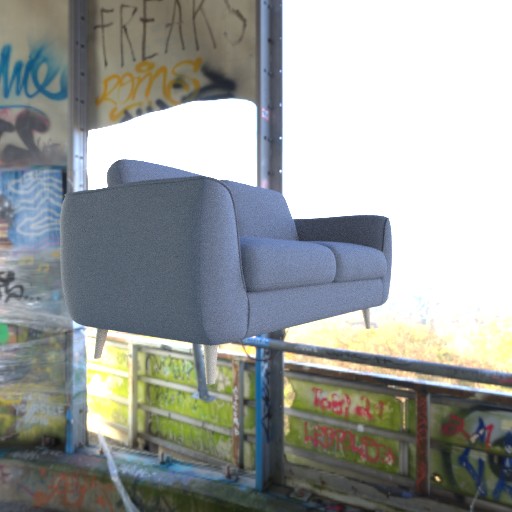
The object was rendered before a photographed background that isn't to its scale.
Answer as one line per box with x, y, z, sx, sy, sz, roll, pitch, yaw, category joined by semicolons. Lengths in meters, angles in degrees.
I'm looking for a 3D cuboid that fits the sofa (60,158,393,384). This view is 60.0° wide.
0.000;0.000;2.223;0.920;0.850;1.700;0;0;36;sofa
